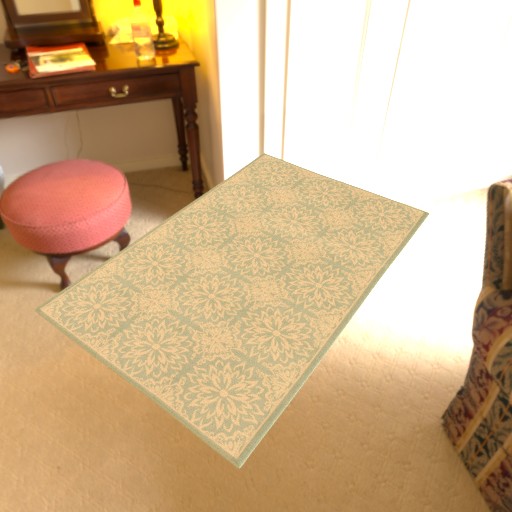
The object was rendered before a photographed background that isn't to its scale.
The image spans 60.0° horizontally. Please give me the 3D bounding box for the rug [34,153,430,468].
[{"bbox_3d":[0.000,0.000,3.506,1.819,0.018,2.746,26,48,26],"label":"rug"}]
